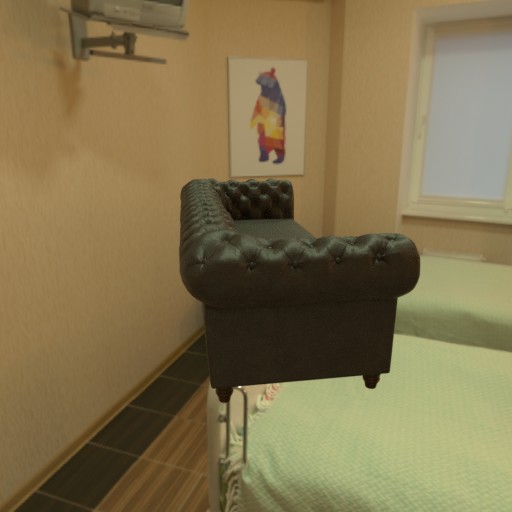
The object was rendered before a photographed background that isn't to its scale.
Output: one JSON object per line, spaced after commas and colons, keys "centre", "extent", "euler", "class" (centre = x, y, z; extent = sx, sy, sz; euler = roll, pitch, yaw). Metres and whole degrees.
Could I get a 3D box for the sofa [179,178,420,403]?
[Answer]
{"centre": [0.000, 0.000, 2.841], "extent": [0.944, 0.783, 2.385], "euler": [-3, 16, -9], "class": "sofa"}
